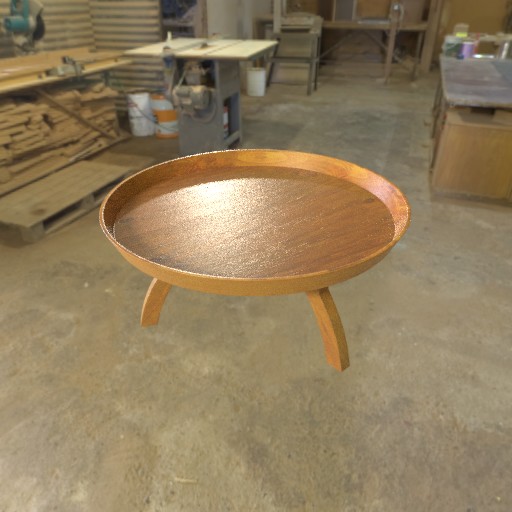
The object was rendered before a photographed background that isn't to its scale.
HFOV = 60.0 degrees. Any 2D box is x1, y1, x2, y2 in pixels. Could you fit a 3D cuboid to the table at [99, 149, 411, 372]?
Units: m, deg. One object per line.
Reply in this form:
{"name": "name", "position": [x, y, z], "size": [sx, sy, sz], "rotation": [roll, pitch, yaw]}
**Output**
{"name": "table", "position": [0.000, 0.000, 1.597], "size": [1.016, 0.470, 1.016], "rotation": [0, 31, 0]}
